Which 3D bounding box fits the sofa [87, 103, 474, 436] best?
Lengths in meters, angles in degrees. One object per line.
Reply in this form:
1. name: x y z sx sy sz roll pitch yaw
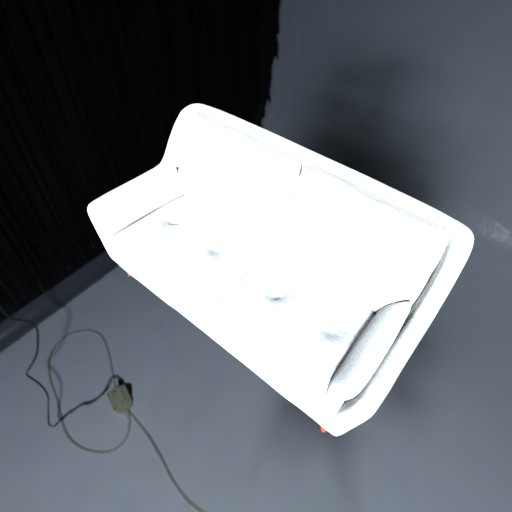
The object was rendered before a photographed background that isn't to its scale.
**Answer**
1. sofa: 0.000 0.000 2.443 1.930 0.897 0.976 33 54 27
